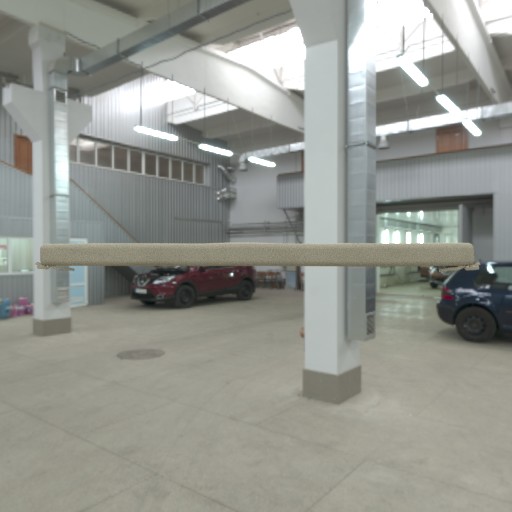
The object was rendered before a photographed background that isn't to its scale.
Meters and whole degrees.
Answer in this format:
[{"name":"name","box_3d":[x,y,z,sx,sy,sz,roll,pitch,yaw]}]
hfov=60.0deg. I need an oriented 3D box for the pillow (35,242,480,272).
[{"name":"pillow","box_3d":[0.000,0.000,1.360,1.187,0.081,0.492,0,0,3]}]
